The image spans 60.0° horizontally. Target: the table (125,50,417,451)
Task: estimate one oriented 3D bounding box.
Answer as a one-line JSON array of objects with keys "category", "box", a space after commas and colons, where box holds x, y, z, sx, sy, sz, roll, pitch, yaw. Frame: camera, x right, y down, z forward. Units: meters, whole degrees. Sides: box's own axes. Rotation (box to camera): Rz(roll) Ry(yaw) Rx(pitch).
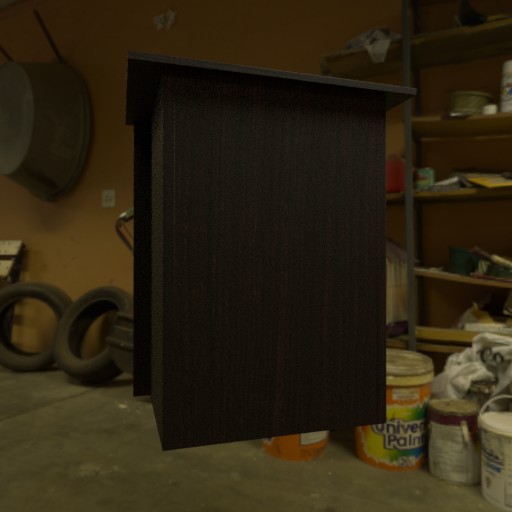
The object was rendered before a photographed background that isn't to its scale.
[{"category": "table", "box": [0.000, 0.000, 1.049, 0.591, 0.711, 0.406, 0, 0, -17]}]
